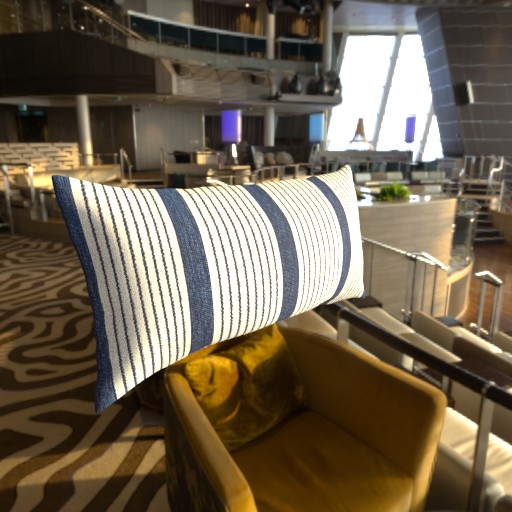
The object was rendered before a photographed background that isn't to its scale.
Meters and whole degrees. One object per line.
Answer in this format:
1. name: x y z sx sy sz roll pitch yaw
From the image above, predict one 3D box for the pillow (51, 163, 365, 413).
1. pillow: 0.000 0.000 0.739 0.608 0.292 0.156 -13 19 -42
